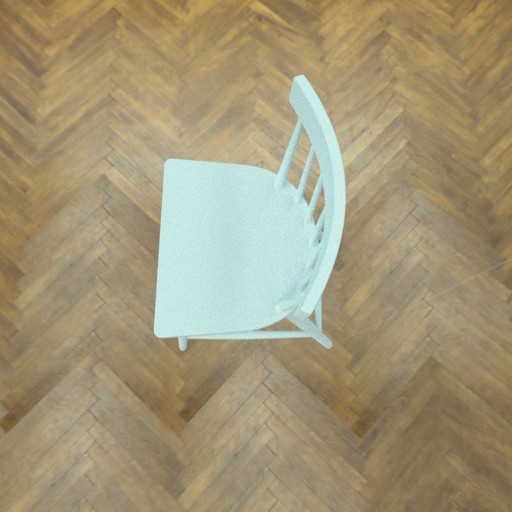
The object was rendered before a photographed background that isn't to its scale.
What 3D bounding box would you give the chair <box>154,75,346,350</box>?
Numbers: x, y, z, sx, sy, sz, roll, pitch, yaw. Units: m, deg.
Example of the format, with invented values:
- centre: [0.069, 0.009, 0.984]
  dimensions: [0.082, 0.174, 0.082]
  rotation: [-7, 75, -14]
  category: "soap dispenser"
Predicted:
- centre: [0.000, 0.000, 1.261]
  dimensions: [0.572, 0.952, 0.483]
  rotation: [0, 74, 0]
  category: "chair"
